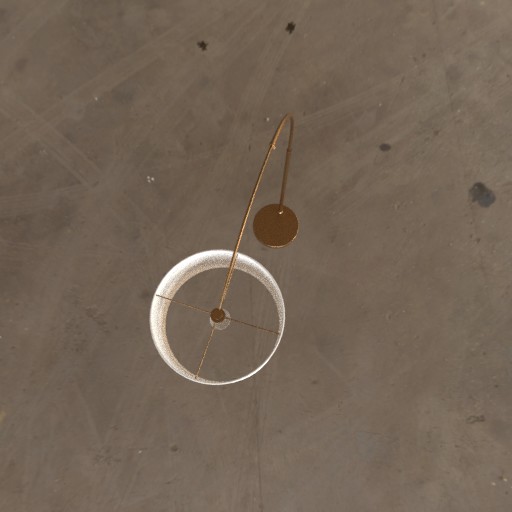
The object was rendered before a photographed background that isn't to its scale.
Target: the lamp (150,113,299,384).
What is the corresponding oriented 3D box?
[{"bbox_3d":[0.000,0.000,2.544,0.493,1.927,1.434,17,75,5],"label":"lamp"}]
